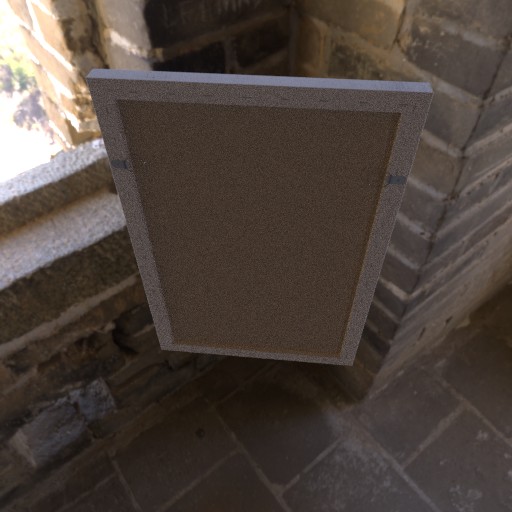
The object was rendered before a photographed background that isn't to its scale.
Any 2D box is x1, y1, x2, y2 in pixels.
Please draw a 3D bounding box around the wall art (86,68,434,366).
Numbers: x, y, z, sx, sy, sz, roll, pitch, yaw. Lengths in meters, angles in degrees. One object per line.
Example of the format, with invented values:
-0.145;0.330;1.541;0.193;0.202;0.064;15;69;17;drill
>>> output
0.000;0.000;1.131;0.624;0.914;0.043;4;46;4;wall art
